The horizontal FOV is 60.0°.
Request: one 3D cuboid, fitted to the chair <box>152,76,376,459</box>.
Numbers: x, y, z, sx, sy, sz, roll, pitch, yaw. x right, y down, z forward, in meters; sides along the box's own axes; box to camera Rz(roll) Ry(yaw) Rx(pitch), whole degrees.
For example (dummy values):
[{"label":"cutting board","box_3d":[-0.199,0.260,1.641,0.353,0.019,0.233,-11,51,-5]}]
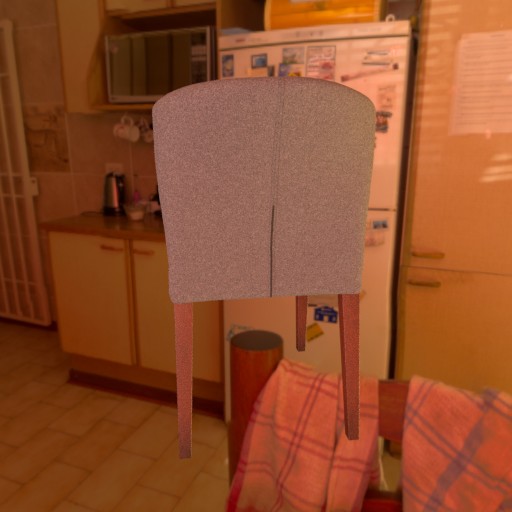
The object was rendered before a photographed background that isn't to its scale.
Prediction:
[{"label":"chair","box_3d":[0.000,0.000,1.202,0.491,0.839,0.592,-2,15,-9]}]
